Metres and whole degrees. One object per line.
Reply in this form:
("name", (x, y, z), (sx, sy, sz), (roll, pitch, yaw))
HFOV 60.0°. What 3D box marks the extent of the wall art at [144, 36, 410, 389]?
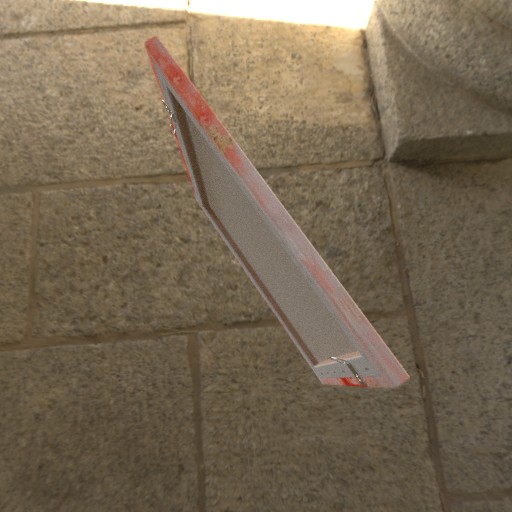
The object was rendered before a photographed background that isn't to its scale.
("wall art", (0.000, 0.000, 1.291), (0.066, 0.878, 0.878), (-33, 77, -9))
